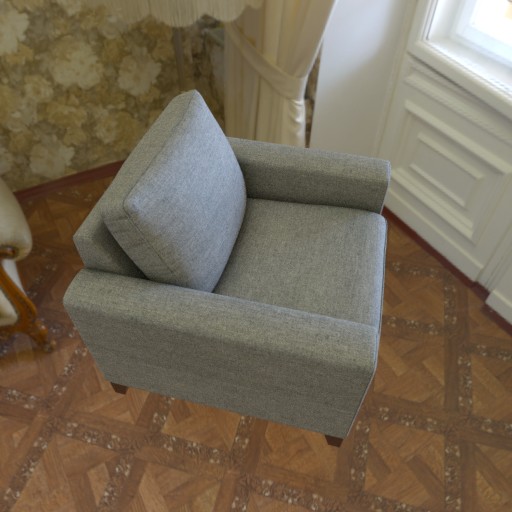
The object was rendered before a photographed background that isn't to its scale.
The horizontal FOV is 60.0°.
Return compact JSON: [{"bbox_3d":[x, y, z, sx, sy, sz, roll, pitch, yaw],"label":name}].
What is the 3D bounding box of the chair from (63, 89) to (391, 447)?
[{"bbox_3d":[0.000,0.000,1.803,1.038,1.010,1.024,10,50,9],"label":"chair"}]
